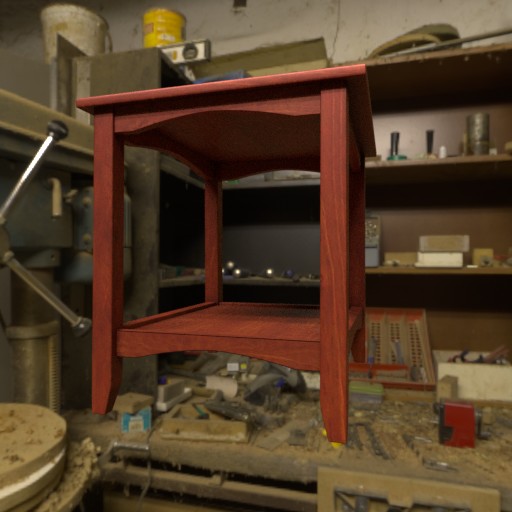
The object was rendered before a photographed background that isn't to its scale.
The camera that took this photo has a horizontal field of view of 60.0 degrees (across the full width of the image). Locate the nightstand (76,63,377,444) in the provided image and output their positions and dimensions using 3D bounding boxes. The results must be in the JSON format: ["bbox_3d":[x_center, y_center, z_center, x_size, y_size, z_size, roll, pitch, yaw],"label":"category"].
[{"bbox_3d":[0.000,0.000,0.980,0.501,0.558,0.558,0,0,17],"label":"nightstand"}]
